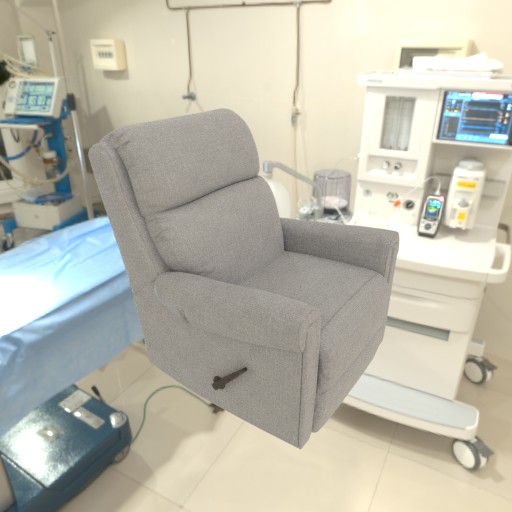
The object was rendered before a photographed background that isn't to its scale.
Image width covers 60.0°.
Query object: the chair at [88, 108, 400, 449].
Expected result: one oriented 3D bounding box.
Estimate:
[{"bbox_3d":[0.000,0.000,1.822,1.014,1.054,0.838,17,31,31],"label":"chair"}]
